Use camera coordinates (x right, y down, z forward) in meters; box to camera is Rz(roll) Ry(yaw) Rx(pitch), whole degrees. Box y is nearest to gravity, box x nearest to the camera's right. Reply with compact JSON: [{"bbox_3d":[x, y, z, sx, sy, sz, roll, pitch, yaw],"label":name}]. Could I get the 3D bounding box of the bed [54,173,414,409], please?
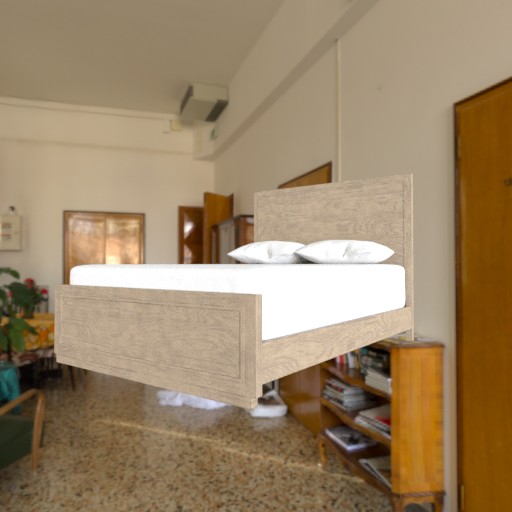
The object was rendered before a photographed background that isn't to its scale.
[{"bbox_3d":[0.000,0.000,3.254,1.606,1.369,2.189,-1,-1,36],"label":"bed"}]
